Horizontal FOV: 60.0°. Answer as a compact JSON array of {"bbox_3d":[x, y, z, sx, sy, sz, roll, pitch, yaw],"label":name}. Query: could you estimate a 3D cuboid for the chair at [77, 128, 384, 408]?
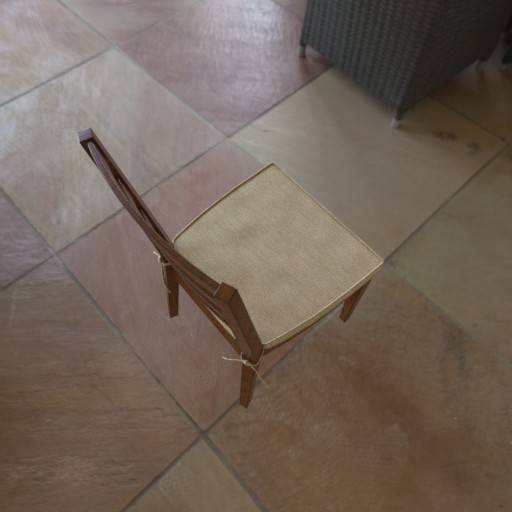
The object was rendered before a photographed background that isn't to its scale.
[{"bbox_3d":[0.000,0.000,1.328,0.595,0.979,0.593,-36,66,-19],"label":"chair"}]
